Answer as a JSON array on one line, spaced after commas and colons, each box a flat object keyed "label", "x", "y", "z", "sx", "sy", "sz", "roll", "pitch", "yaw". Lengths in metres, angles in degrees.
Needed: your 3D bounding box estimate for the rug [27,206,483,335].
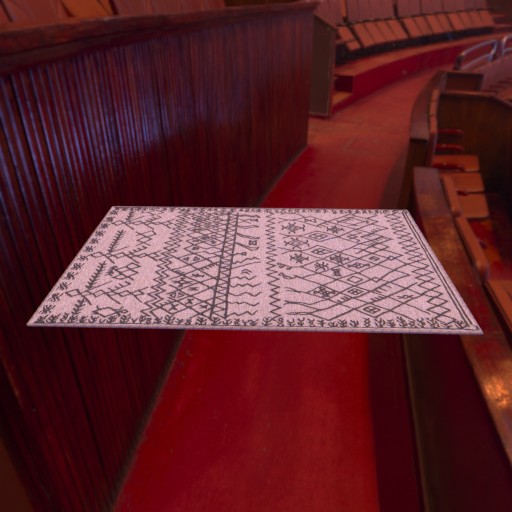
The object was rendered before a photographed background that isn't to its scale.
[{"label": "rug", "x": 0.000, "y": 0.000, "z": 3.021, "sx": 2.444, "sy": 0.012, "sz": 1.526, "roll": 1, "pitch": 31, "yaw": 1}]
